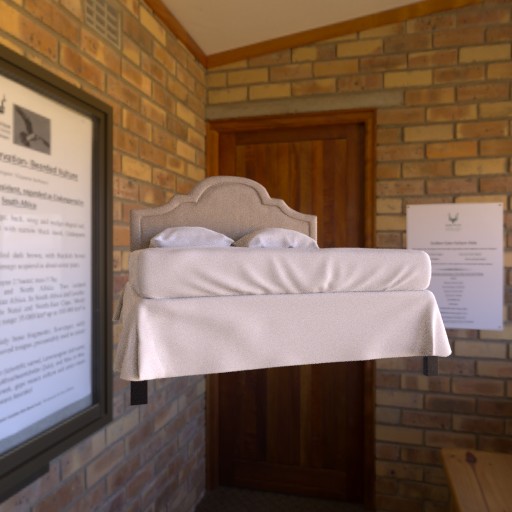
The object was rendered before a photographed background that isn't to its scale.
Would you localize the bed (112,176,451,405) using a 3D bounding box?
[{"bbox_3d":[0.000,0.000,3.690,2.303,1.631,2.222,0,0,-17],"label":"bed"}]
